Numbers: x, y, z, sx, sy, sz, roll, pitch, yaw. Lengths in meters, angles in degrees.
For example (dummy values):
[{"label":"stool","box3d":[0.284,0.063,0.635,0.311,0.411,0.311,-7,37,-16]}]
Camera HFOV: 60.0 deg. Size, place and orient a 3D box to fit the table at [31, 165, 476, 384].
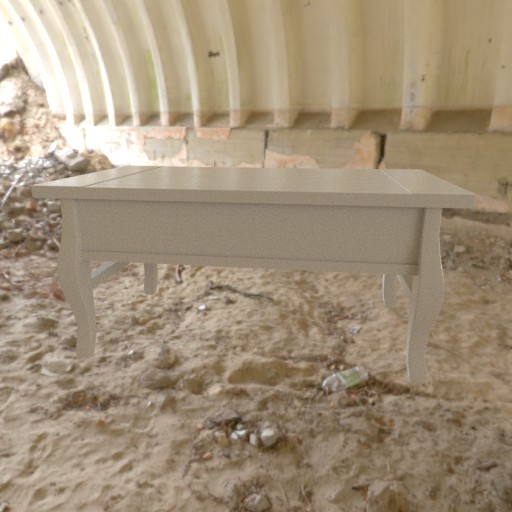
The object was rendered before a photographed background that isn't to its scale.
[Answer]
[{"label":"table","box3d":[0.000,0.000,1.390,1.062,0.495,0.600,2,17,8]}]
